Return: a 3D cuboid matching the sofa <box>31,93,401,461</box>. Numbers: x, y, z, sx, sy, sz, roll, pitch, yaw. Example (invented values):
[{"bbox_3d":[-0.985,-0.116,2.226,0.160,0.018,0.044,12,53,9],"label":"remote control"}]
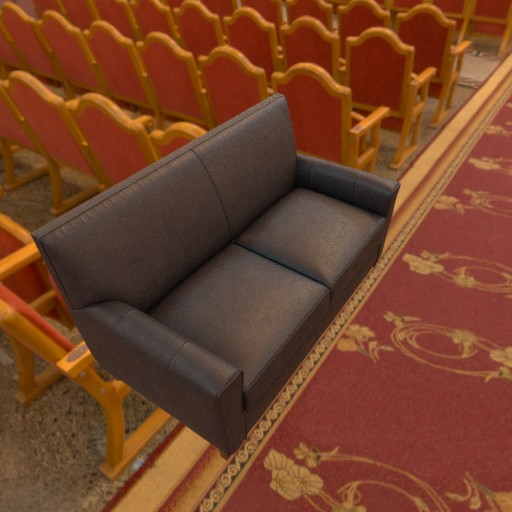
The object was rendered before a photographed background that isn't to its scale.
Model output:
[{"bbox_3d":[0.000,0.000,2.014,0.787,0.871,1.473,25,47,26],"label":"sofa"}]
